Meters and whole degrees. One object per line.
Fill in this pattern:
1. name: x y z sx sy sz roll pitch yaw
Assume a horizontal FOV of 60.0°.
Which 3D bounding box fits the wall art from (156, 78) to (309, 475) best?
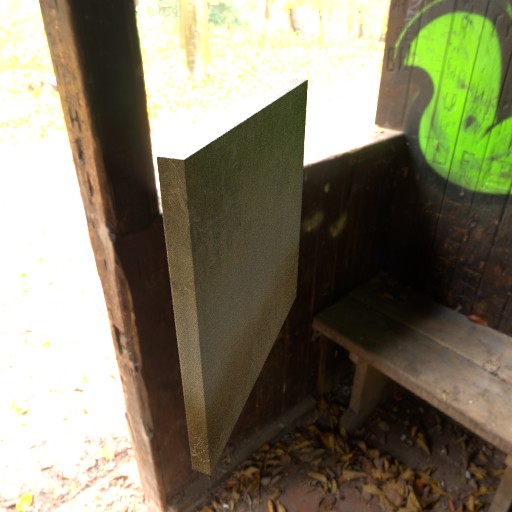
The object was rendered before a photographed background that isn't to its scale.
1. wall art: 0.000 0.000 0.929 0.038 0.610 0.610 10 32 17
